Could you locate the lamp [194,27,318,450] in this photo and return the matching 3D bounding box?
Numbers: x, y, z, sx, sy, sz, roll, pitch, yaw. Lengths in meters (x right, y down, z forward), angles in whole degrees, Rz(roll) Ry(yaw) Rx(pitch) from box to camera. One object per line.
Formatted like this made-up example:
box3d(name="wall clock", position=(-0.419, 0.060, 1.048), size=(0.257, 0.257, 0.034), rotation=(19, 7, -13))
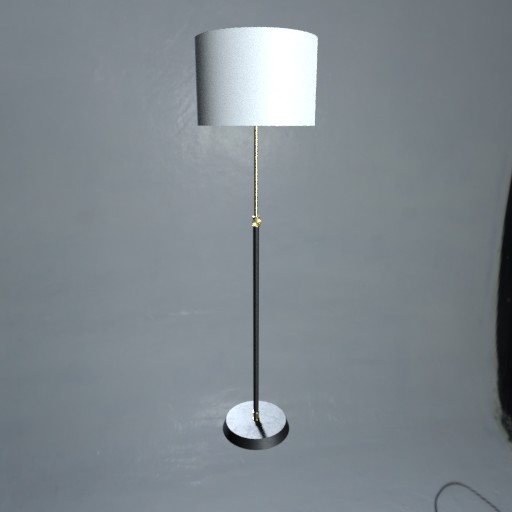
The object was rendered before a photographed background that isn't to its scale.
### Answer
box3d(name="lamp", position=(0.000, 0.000, 1.672), size=(0.404, 1.517, 0.404), rotation=(-2, 17, -7))
